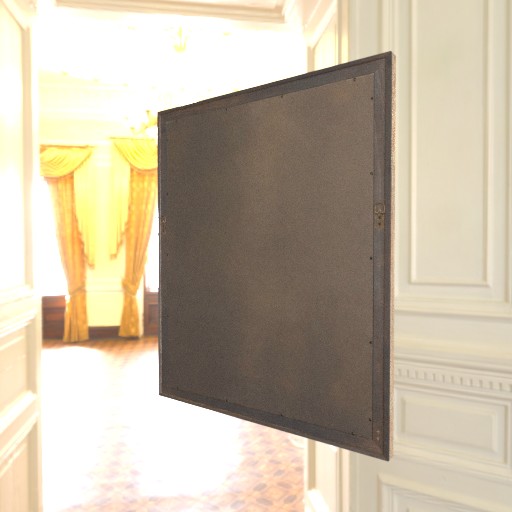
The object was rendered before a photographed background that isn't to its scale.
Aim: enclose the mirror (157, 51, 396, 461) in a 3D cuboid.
[{"bbox_3d":[0.000,0.000,1.178,0.730,0.882,0.032,1,1,36],"label":"mirror"}]
